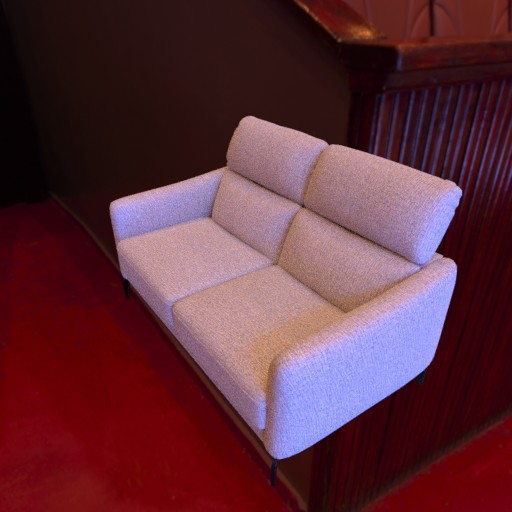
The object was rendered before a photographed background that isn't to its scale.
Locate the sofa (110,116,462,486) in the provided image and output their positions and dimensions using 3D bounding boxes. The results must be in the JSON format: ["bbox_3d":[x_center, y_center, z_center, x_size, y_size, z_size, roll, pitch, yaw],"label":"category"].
[{"bbox_3d":[0.000,0.000,2.048,0.905,0.950,1.540,-19,35,-30],"label":"sofa"}]
